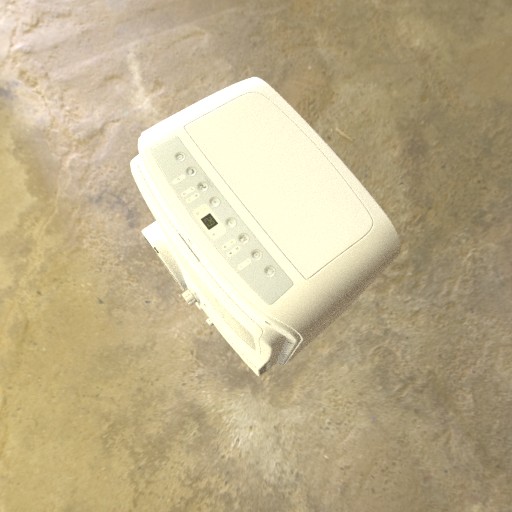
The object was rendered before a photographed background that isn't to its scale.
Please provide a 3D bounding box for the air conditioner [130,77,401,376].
[{"bbox_3d":[0.000,0.000,0.995,0.365,0.700,0.454,-36,77,-10],"label":"air conditioner"}]
